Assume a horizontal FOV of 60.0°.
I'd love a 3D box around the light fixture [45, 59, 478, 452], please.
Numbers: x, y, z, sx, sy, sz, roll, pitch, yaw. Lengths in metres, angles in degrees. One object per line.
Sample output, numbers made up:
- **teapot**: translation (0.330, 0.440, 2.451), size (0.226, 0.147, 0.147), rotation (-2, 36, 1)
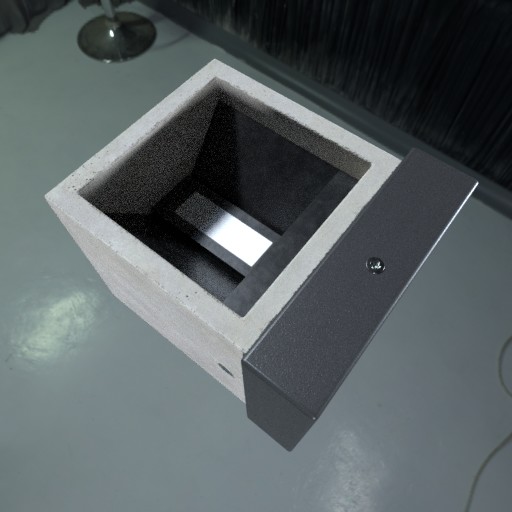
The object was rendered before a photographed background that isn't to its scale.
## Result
- **light fixture**: translation (0.000, 0.000, 0.235), size (0.143, 0.121, 0.121), rotation (35, 67, 17)
